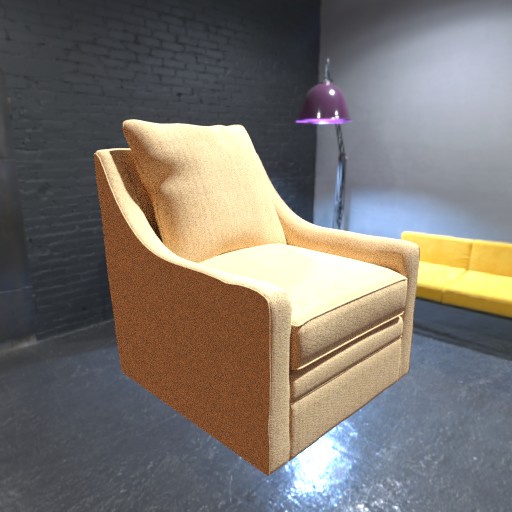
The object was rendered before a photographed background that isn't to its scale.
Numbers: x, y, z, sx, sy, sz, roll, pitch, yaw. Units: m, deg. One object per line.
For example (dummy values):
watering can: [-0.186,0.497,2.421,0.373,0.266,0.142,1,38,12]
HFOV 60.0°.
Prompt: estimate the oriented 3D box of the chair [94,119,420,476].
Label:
chair: [0.000,0.000,1.561,0.760,0.927,0.876,-14,20,-43]
